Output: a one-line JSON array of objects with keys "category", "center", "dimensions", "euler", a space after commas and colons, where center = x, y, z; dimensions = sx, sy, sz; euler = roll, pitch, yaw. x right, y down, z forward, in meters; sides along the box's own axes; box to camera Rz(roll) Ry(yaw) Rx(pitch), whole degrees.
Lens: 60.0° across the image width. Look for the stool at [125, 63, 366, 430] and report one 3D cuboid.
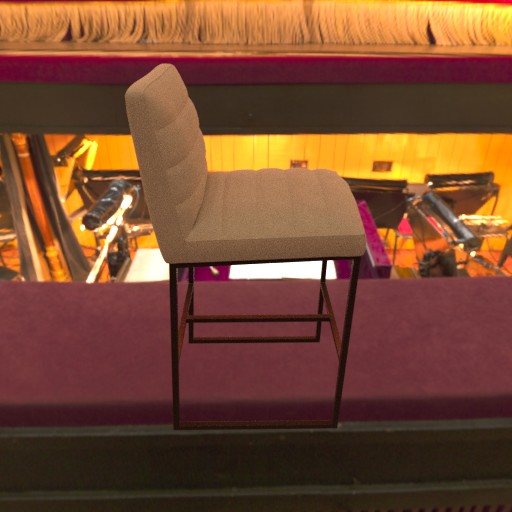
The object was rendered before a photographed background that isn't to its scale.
[{"category": "stool", "center": [0.000, 0.000, 1.374], "dimensions": [0.573, 1.061, 0.464], "euler": [0, 30, -1]}]
